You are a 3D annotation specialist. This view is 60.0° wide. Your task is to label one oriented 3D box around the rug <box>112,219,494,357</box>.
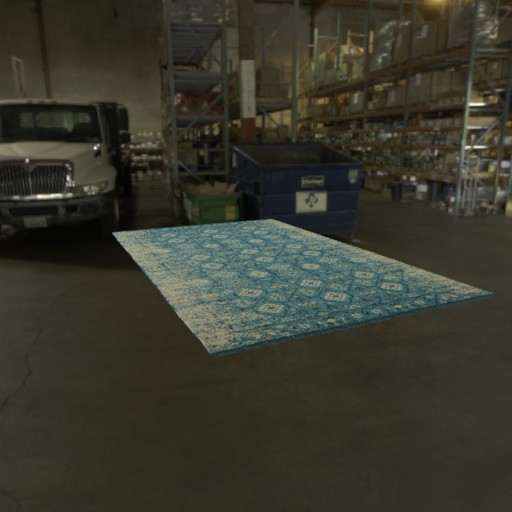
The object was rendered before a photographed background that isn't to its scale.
[{"bbox_3d":[0.000,0.000,2.986,1.530,0.015,2.449,-7,16,-25],"label":"rug"}]
